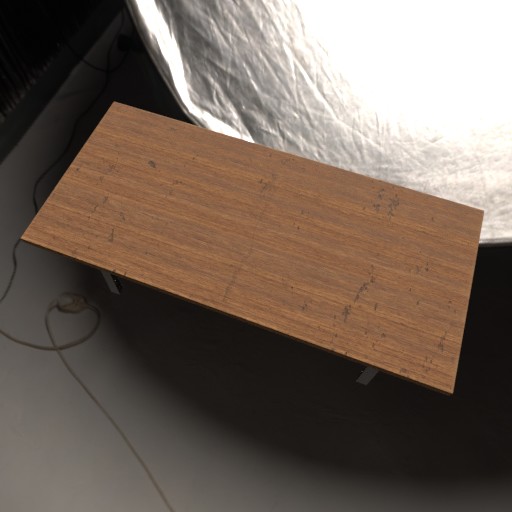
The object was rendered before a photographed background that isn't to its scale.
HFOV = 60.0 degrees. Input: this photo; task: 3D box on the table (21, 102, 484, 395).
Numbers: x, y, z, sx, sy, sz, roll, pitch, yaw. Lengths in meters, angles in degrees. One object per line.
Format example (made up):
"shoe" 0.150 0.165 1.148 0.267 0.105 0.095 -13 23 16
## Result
"table" 0.000 0.000 2.638 2.200 0.757 1.000 19 66 9
